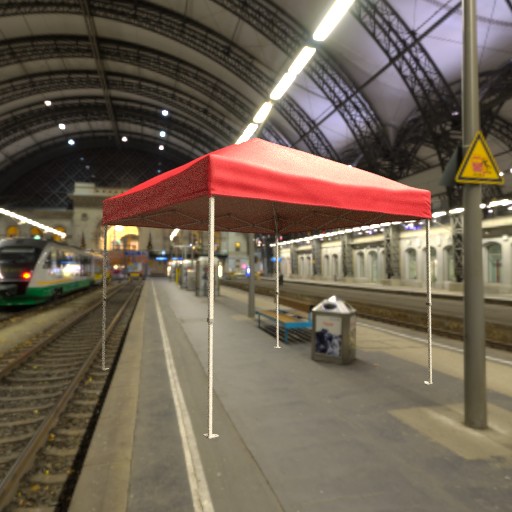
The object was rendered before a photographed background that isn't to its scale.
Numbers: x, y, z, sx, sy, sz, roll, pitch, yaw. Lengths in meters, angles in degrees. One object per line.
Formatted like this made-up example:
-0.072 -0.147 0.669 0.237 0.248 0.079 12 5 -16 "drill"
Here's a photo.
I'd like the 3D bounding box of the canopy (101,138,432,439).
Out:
0.000 0.000 5.583 2.996 2.997 2.998 1 -2 -35 "canopy"
